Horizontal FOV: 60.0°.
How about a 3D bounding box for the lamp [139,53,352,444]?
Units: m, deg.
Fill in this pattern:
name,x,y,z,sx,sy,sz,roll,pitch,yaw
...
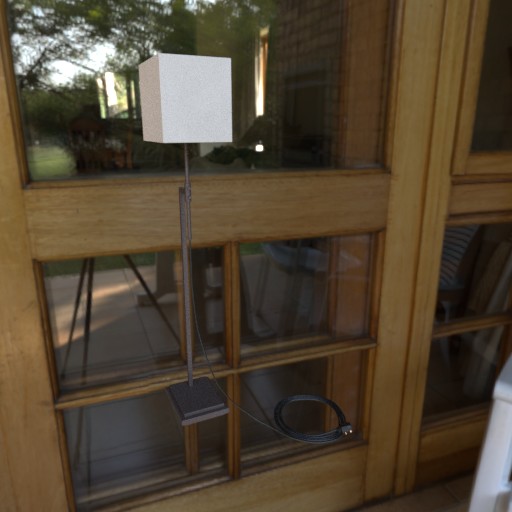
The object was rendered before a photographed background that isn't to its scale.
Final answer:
name,x,y,z,sx,sy,sz,roll,pitch,yaw
lamp,0.000,0.000,1.962,0.774,1.600,0.698,-8,18,-24
